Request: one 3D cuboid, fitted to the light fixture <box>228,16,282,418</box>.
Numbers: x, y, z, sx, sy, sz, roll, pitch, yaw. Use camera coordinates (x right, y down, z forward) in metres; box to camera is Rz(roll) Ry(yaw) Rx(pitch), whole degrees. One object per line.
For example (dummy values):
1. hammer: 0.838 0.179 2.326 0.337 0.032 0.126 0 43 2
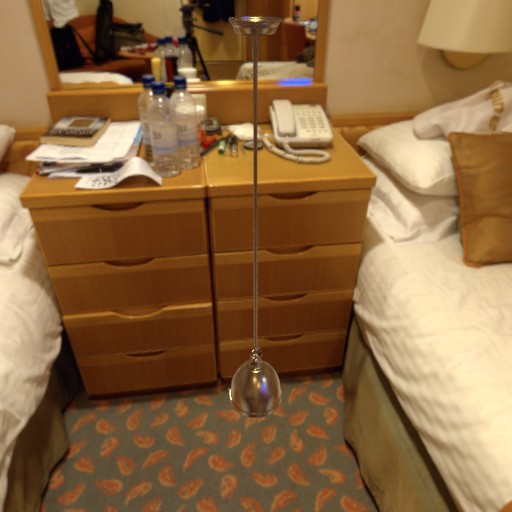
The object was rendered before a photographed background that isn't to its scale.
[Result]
1. light fixture: 0.000 0.000 1.443 0.211 1.367 0.217 21 39 29
